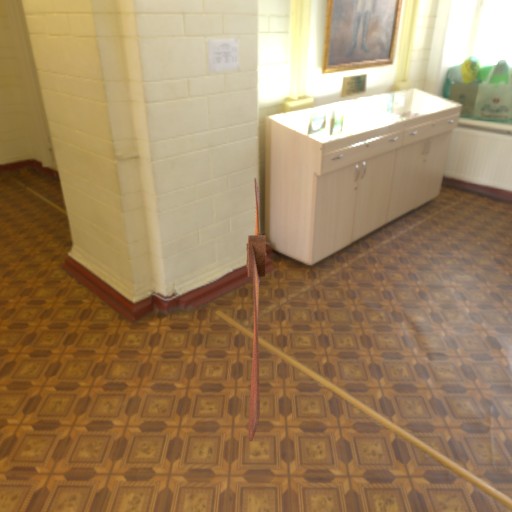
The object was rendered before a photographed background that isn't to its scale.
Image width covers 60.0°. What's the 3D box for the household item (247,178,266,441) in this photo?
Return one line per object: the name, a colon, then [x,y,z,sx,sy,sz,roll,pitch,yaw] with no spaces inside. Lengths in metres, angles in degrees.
household item: [0.000,0.000,1.220,0.051,0.121,1.181,0,28,0]
